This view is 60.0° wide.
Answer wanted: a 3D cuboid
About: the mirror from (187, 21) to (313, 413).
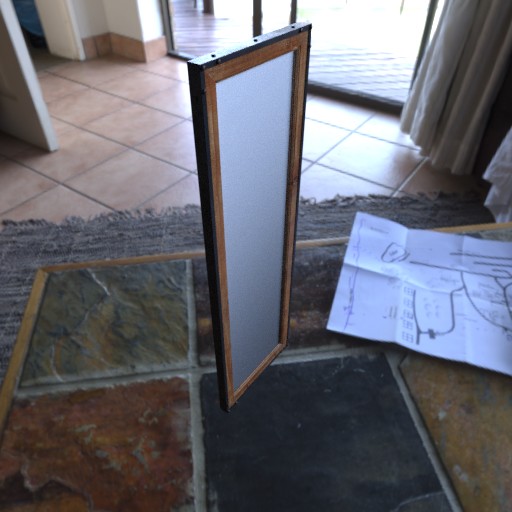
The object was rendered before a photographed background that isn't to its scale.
[{"bbox_3d":[0.000,0.000,1.188,0.042,1.080,0.354,26,47,28],"label":"mirror"}]
